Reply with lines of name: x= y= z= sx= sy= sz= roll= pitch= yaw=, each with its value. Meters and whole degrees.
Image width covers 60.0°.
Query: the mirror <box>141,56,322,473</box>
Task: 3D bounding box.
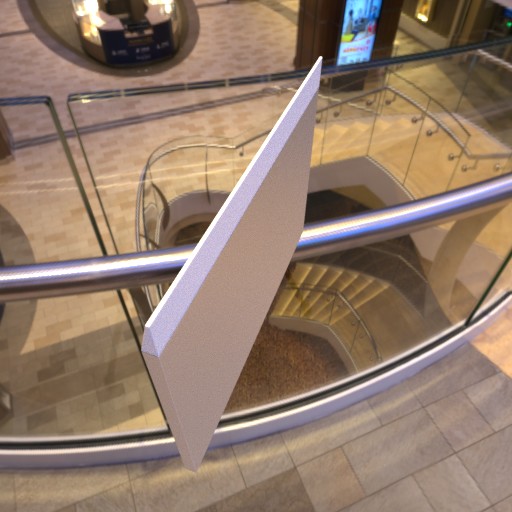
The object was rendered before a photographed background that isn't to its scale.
mirror: x=0.000 y=0.000 z=1.096 sx=0.030 sy=0.630 sz=0.870 roll=16 pitch=50 yaw=14
